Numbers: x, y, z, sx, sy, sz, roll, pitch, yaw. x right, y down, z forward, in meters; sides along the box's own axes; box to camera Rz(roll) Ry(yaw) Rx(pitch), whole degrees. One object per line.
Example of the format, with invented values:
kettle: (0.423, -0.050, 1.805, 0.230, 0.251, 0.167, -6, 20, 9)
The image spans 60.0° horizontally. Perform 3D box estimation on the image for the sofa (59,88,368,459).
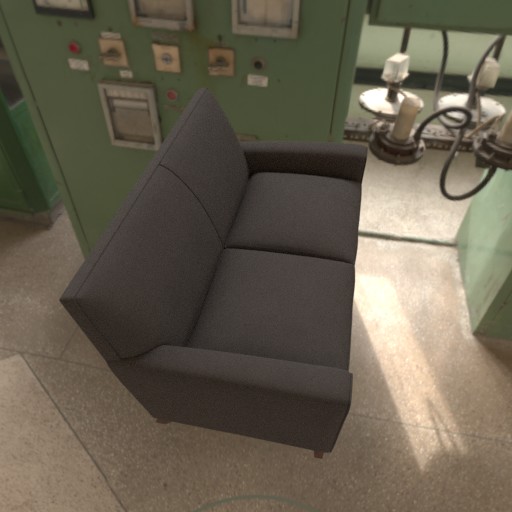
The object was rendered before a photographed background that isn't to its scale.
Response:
sofa: (0.000, 0.000, 1.949, 0.871, 0.846, 1.420, 9, 46, 8)
